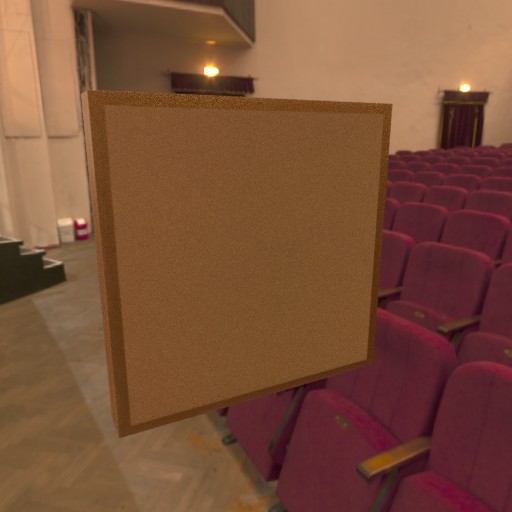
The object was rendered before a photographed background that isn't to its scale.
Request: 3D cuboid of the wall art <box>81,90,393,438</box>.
[{"bbox_3d":[0.000,0.000,0.456,0.306,0.305,0.038,-8,17,-26],"label":"wall art"}]
